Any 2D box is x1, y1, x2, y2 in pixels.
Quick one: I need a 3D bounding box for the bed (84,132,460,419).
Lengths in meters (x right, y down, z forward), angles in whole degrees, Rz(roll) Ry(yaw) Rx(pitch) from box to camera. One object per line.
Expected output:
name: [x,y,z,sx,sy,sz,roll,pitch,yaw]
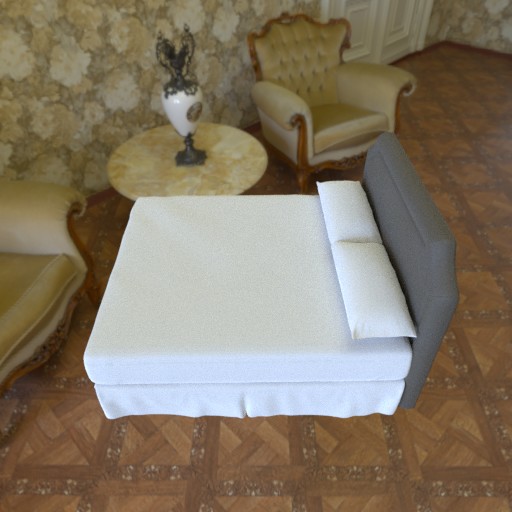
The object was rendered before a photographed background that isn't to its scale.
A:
bed: [0.000,0.000,3.856,2.536,1.561,2.194,-1,40,-1]
